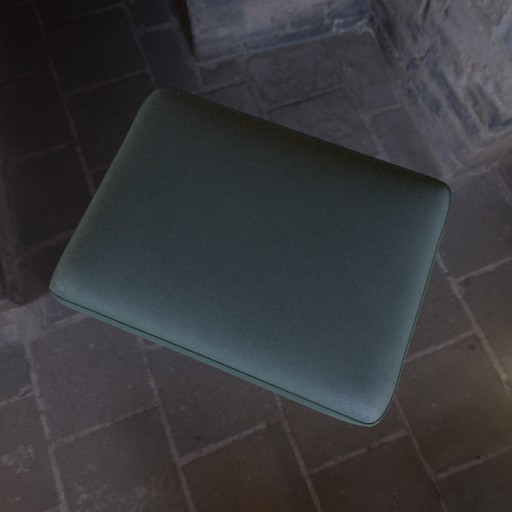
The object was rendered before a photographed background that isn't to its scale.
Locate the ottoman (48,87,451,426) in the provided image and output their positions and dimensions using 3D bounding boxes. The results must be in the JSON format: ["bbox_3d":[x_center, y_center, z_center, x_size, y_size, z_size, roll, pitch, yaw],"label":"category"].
[{"bbox_3d":[0.000,0.000,1.167,0.811,0.449,0.608,21,75,6],"label":"ottoman"}]
